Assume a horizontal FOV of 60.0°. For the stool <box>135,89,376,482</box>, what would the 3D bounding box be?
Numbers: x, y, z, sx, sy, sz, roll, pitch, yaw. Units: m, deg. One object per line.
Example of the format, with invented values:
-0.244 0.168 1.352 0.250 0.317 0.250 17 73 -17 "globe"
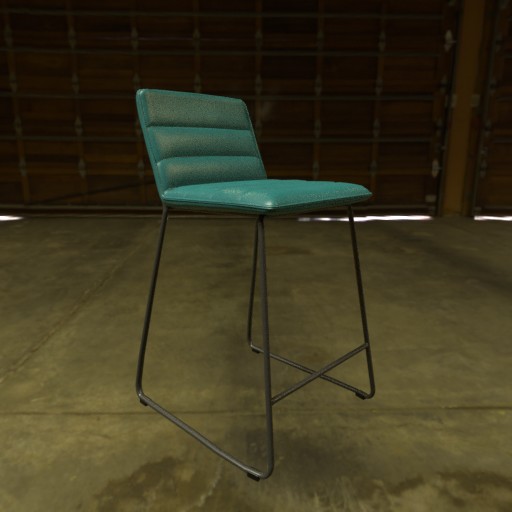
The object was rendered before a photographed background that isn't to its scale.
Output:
0.000 0.000 1.196 0.524 0.866 0.489 13 18 42 "stool"
